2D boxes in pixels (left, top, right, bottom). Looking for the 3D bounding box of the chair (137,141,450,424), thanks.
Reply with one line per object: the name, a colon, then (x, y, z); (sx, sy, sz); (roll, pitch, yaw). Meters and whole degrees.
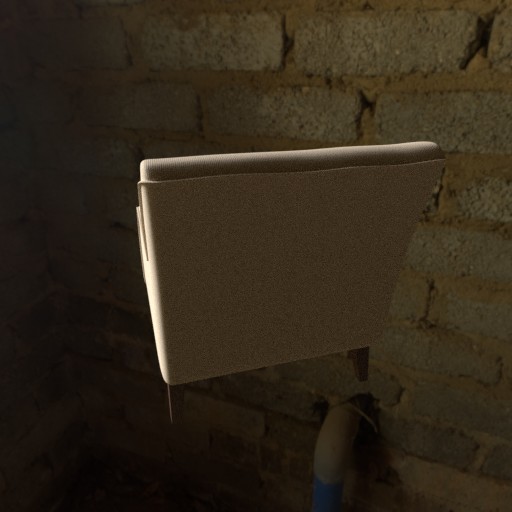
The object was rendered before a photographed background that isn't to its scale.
chair: (0.000, 0.000, 1.590); (0.780, 0.919, 0.899); (-7, 27, -15)
